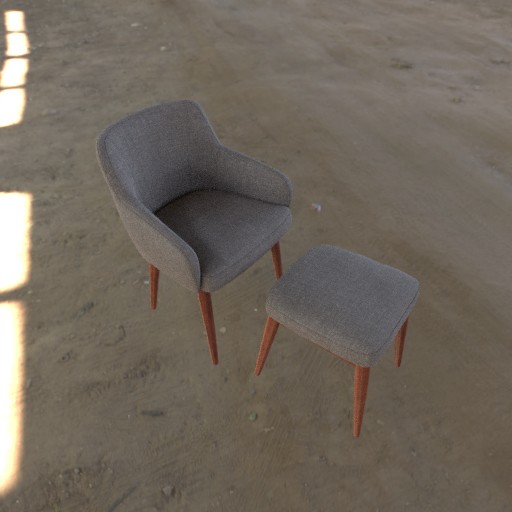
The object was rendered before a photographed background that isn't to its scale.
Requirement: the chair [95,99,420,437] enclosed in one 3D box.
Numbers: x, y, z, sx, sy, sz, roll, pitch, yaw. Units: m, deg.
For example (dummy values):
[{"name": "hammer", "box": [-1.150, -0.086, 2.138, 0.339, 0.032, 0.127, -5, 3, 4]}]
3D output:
[{"name": "chair", "box": [0.000, 0.000, 1.581, 1.107, 0.799, 0.584, 25, 46, 27]}]
